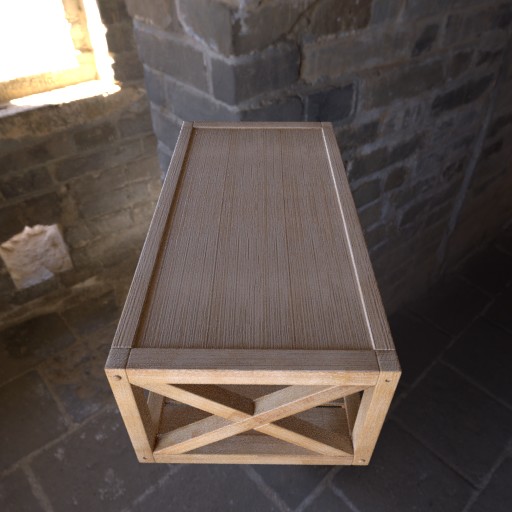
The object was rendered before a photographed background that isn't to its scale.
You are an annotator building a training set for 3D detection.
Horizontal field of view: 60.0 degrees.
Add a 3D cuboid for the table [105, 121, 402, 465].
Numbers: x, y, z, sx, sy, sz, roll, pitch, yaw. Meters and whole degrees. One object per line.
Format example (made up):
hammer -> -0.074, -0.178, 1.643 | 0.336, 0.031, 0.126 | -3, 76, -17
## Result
table -> 0.000, 0.000, 1.623 | 0.660, 0.457, 1.321 | 0, 41, 0
